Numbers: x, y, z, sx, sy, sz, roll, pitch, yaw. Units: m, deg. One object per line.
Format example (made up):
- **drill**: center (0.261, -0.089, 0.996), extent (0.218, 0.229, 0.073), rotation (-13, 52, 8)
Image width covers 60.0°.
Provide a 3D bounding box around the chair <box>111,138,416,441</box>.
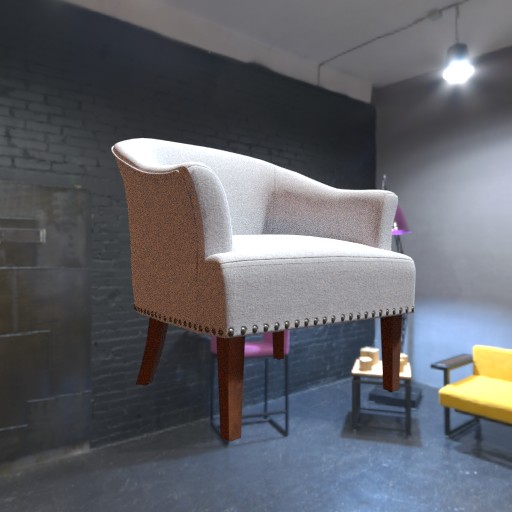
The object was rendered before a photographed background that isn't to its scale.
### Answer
- **chair**: center (0.000, 0.000, 1.400), extent (0.798, 0.815, 0.704), rotation (0, 0, -37)
